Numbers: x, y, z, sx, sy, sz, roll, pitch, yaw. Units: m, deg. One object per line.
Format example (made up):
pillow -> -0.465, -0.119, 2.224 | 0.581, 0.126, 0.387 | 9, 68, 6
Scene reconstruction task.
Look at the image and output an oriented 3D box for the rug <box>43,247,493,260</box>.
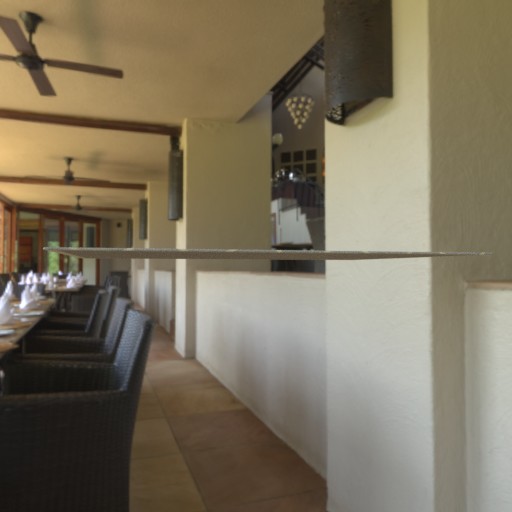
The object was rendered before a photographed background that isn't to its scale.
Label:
rug -> 0.000, 0.000, 2.641 | 2.080, 0.010, 1.451 | 0, -2, -16
